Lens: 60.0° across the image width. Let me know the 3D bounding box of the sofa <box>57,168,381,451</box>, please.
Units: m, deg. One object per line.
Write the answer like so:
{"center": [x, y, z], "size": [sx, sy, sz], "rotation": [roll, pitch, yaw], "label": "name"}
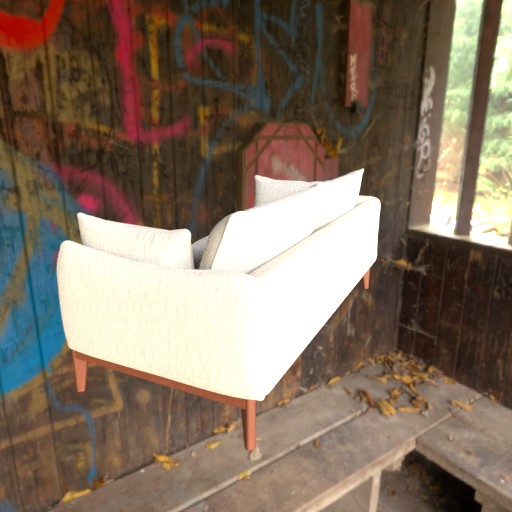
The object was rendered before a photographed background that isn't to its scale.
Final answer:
{"center": [0.000, 0.000, 2.490], "size": [0.991, 0.860, 1.989], "rotation": [8, 18, 25], "label": "sofa"}
